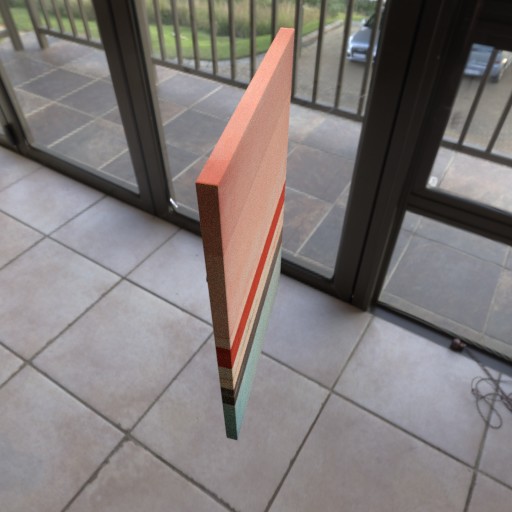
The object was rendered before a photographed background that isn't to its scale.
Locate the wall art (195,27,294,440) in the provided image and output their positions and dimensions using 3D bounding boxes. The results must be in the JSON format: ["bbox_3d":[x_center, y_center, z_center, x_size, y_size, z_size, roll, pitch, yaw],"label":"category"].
[{"bbox_3d":[0.000,0.000,1.157,0.038,0.914,0.610,10,47,9],"label":"wall art"}]
